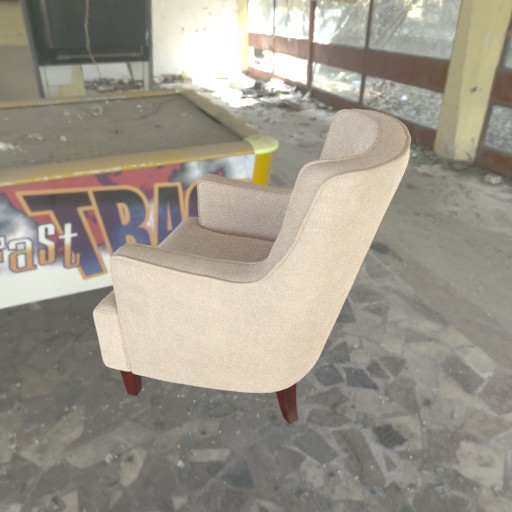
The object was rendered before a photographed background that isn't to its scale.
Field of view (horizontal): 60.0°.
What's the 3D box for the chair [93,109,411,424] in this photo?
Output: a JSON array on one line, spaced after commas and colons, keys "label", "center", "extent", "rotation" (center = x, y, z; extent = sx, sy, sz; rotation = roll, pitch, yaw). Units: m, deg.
[{"label": "chair", "center": [0.000, 0.000, 1.573], "extent": [0.910, 0.920, 0.781], "rotation": [8, 30, 14]}]
